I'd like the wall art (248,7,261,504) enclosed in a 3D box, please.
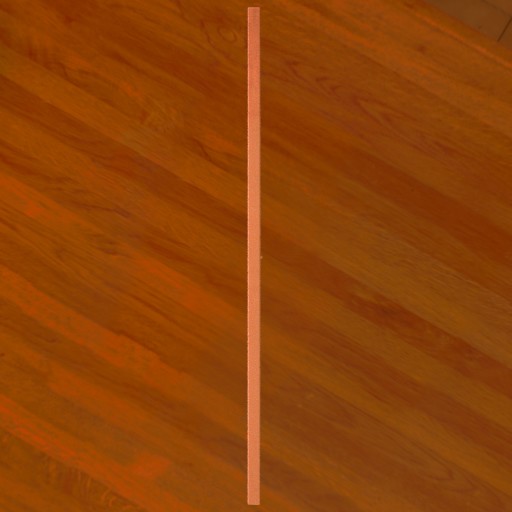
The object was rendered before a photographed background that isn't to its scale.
[{"bbox_3d":[0.000,0.000,1.864,0.038,1.012,1.525,0,90,1],"label":"wall art"}]
